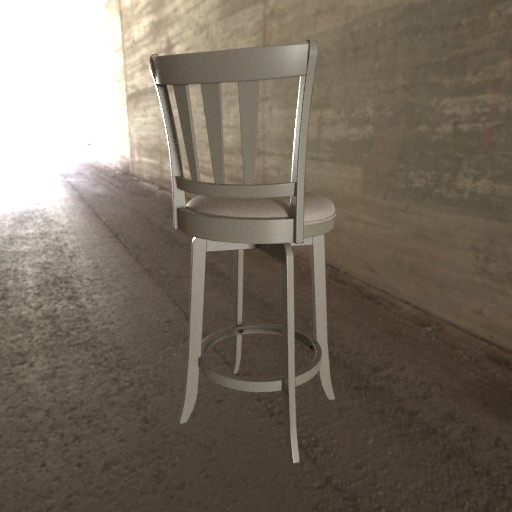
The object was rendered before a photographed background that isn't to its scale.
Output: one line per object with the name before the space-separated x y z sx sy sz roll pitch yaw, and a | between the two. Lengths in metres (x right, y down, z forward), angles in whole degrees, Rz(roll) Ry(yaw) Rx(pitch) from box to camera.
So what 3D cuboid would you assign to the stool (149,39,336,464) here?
stool | 0.000 0.000 1.262 0.436 1.042 0.475 8 18 26
